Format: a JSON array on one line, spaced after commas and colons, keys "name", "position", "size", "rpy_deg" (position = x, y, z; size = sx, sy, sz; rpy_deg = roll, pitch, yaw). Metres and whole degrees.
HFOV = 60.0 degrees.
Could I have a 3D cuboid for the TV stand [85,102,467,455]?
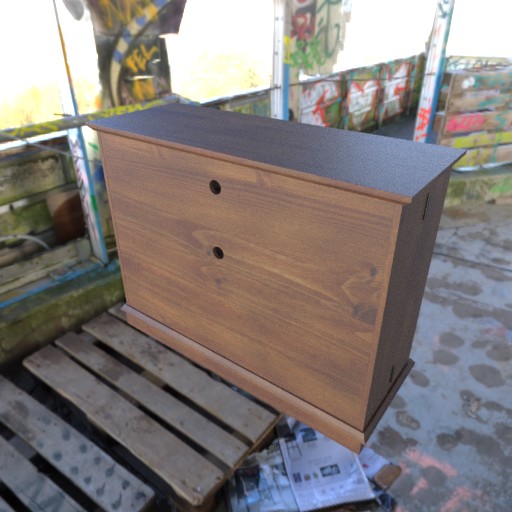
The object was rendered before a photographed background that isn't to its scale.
[{"name": "TV stand", "position": [0.000, 0.000, 1.489], "size": [1.067, 0.813, 0.406], "rpy_deg": [20, 35, 31]}]
